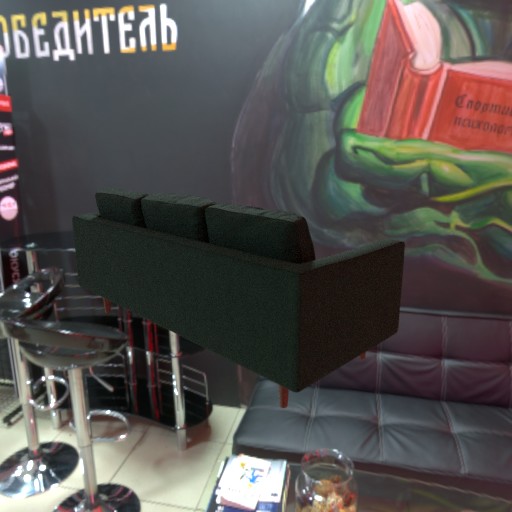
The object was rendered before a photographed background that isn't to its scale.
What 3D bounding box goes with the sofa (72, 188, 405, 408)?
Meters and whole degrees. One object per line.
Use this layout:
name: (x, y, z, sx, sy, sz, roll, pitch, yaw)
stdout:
sofa: (0.000, 0.000, 2.953, 2.030, 0.899, 1.580, 14, 19, 43)
